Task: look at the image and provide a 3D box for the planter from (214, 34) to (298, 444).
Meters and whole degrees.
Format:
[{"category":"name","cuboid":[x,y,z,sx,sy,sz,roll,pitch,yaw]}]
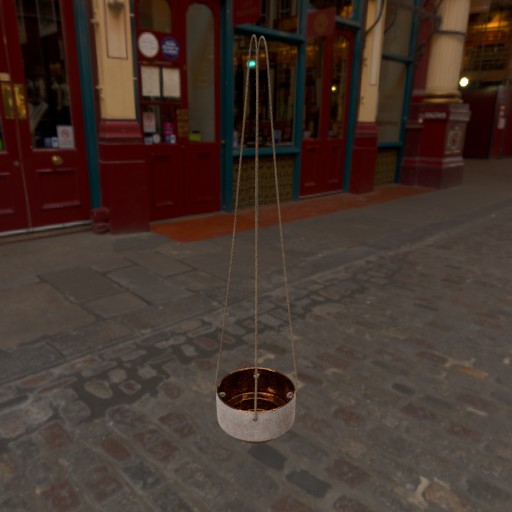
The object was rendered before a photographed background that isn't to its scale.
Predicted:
[{"category":"planter","cuboid":[0.000,0.000,1.138,0.223,1.030,0.223,-15,23,-41]}]
